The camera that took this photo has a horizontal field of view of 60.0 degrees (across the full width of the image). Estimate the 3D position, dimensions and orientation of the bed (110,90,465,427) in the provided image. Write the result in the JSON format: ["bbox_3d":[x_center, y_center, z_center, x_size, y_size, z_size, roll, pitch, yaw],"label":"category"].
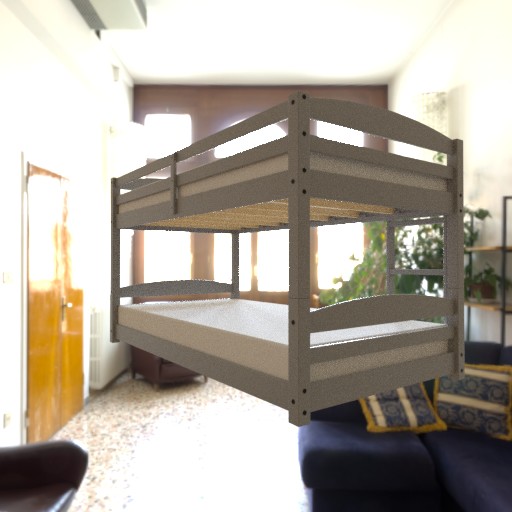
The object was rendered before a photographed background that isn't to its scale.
[{"bbox_3d":[0.000,0.000,2.664,1.105,1.206,2.013,1,-1,-36],"label":"bed"}]
